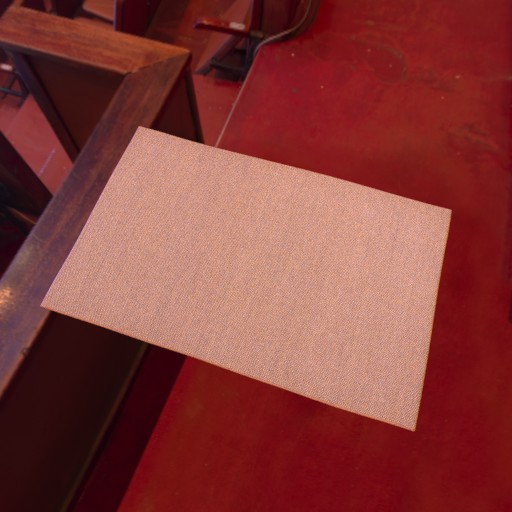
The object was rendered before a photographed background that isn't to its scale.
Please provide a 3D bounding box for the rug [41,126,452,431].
[{"bbox_3d":[0.000,0.000,2.073,1.678,0.013,1.078,17,67,7],"label":"rug"}]
